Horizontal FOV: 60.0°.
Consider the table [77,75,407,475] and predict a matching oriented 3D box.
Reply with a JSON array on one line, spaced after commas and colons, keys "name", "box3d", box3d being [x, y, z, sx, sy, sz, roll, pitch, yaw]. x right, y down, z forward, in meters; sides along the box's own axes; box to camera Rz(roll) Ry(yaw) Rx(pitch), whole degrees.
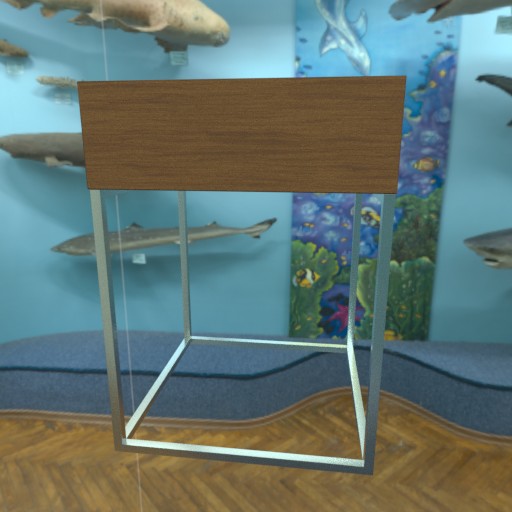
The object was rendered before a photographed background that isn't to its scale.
[{"name": "table", "box3d": [0.000, 0.000, 0.786, 0.397, 0.540, 0.398, 2, 15, 7]}]
